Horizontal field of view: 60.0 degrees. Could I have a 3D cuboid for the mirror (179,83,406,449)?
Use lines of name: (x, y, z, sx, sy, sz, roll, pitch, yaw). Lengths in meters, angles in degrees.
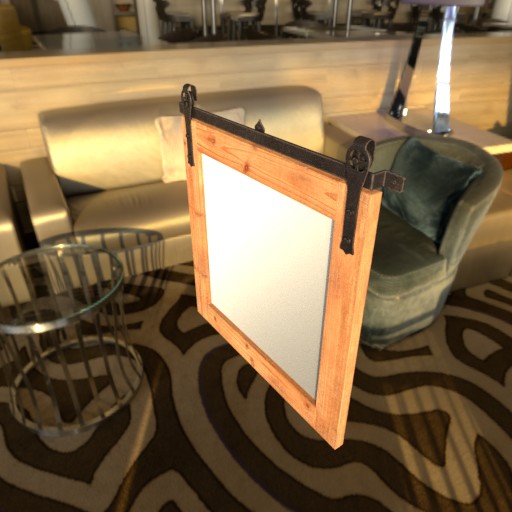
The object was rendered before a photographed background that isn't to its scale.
mirror: (0.000, 0.000, 1.203, 0.054, 0.800, 0.805, -20, 36, -30)
